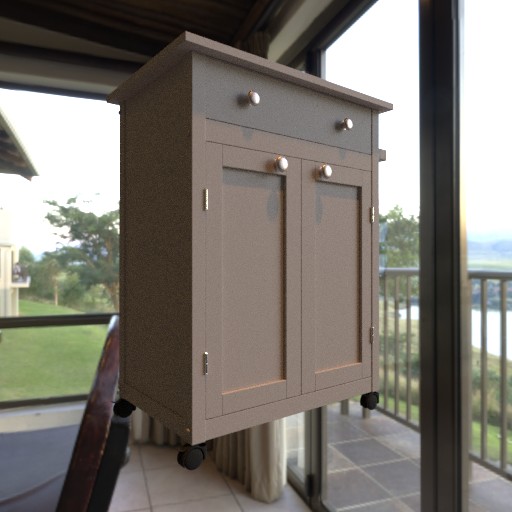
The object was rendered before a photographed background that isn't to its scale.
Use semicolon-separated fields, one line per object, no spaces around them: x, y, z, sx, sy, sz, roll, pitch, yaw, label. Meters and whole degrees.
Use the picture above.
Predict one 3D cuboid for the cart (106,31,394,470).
0.000;0.000;1.234;0.683;0.864;0.442;0;0;-38;cart
